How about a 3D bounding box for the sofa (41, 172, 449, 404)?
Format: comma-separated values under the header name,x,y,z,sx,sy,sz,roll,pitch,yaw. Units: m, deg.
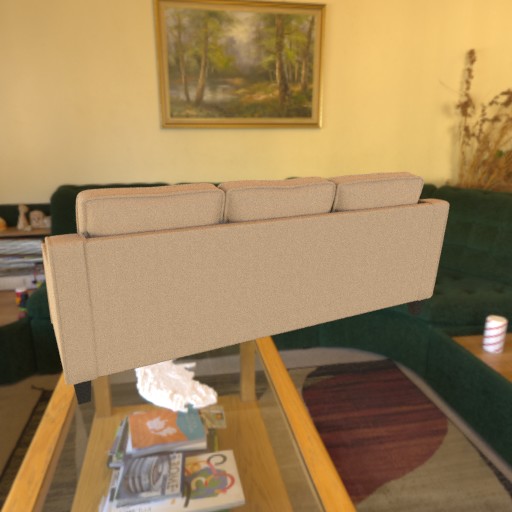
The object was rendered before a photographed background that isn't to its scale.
name,x,y,z,sx,sy,sz,roll,pitch,yaw
sofa,0.000,0.000,2.492,2.131,0.902,0.791,-8,18,-27
